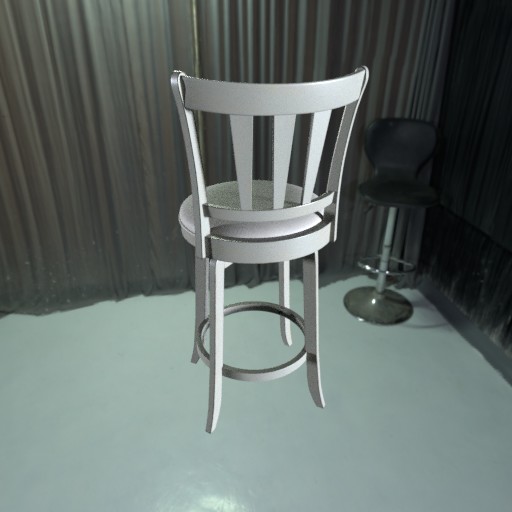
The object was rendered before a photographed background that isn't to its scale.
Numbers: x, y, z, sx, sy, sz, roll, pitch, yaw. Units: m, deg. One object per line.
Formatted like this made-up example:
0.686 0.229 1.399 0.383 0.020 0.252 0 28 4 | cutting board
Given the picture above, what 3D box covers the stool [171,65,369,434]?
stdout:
0.000 0.000 1.298 0.436 1.042 0.475 -7 29 -14 | stool
